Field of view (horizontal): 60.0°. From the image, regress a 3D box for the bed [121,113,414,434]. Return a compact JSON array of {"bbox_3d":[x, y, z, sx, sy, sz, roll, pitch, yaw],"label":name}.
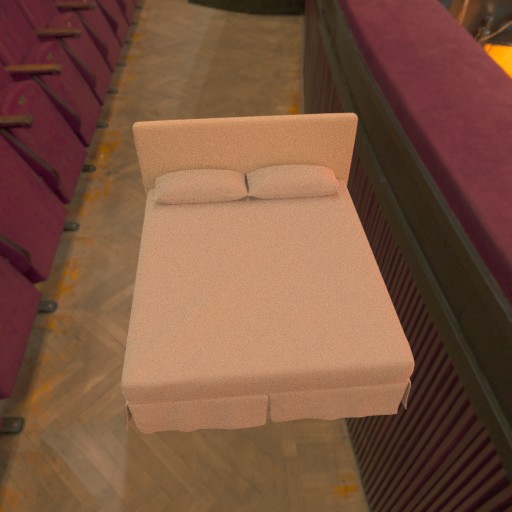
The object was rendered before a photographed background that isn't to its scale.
[{"bbox_3d":[0.000,0.000,3.668,2.119,1.317,2.341,-4,45,-4],"label":"bed"}]
